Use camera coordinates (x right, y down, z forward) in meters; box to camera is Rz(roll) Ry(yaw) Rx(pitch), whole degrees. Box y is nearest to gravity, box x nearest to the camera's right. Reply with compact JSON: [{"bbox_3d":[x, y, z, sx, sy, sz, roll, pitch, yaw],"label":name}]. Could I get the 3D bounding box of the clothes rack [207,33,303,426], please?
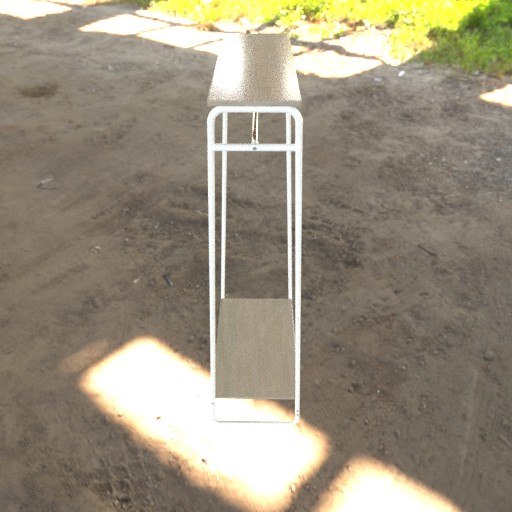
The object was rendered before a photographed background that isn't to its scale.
[{"bbox_3d":[0.000,0.000,1.802,0.400,1.512,0.640,0,40,0],"label":"clothes rack"}]
